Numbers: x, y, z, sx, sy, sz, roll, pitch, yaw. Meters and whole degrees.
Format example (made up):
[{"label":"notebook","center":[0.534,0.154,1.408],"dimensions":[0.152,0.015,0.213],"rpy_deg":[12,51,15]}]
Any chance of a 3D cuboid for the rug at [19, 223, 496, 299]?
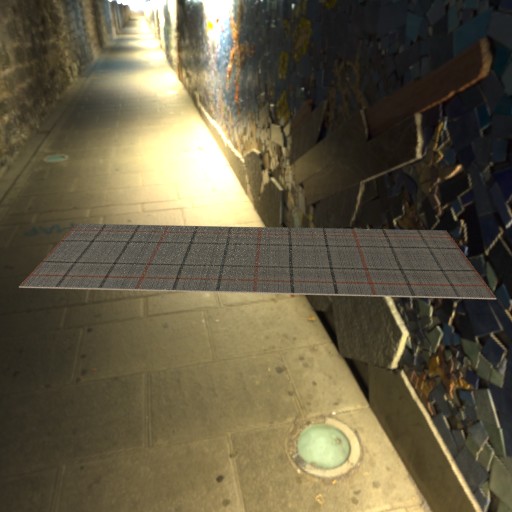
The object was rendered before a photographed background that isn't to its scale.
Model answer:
[{"label":"rug","center":[0.000,0.000,2.593],"dimensions":[2.439,0.008,0.762],"rpy_deg":[1,30,2]}]
